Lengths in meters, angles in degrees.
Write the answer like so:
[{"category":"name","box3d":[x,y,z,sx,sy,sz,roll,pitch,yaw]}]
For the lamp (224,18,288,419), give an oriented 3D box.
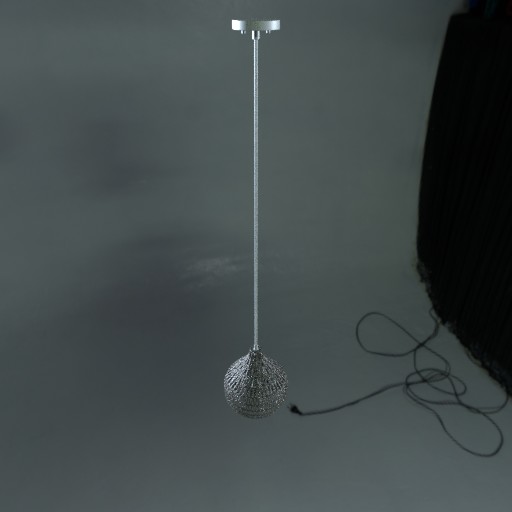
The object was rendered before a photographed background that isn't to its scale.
[{"category":"lamp","box3d":[0.000,0.000,2.037,0.355,1.919,0.355,-9,32,-15]}]
